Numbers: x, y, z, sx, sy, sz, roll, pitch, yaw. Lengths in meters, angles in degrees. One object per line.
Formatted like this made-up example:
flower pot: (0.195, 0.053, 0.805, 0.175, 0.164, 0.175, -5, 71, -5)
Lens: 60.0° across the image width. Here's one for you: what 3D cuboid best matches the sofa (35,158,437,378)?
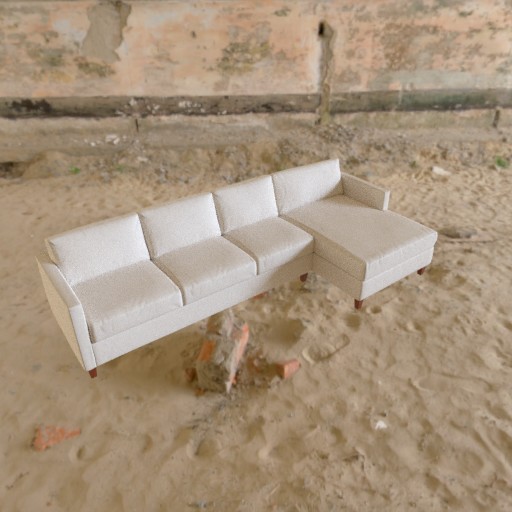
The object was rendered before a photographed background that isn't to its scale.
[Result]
sofa: (0.000, 0.000, 4.176, 3.471, 0.954, 1.606, -21, 37, -31)
